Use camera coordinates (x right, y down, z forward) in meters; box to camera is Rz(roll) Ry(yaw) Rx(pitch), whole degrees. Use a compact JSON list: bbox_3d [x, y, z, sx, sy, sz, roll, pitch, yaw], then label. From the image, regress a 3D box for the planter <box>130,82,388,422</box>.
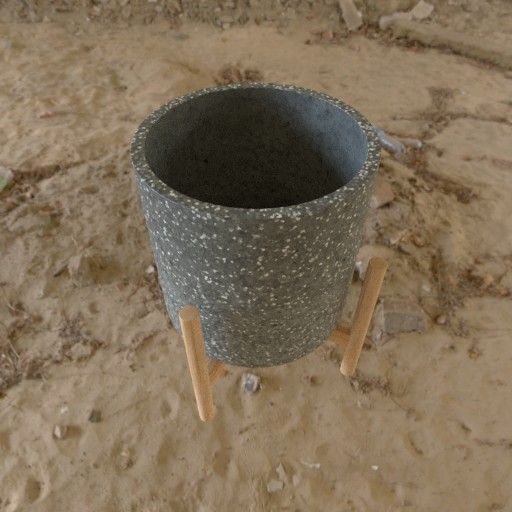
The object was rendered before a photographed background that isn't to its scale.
[{"bbox_3d":[0.000,0.000,0.695,0.360,0.419,0.360,-32,54,-27],"label":"planter"}]
